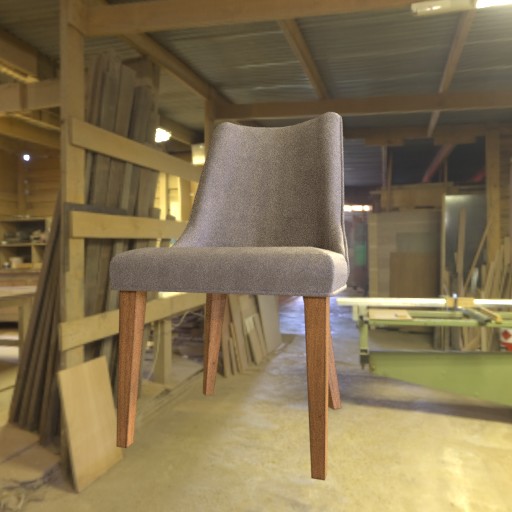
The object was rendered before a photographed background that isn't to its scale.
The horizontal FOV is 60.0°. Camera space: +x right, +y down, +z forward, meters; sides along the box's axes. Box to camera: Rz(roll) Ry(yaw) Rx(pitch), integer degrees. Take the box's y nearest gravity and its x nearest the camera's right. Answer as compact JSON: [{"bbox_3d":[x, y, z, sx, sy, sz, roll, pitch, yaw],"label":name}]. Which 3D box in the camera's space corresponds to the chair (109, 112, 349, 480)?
[{"bbox_3d":[0.000,0.000,1.279,0.548,0.916,0.636,0,0,18],"label":"chair"}]
